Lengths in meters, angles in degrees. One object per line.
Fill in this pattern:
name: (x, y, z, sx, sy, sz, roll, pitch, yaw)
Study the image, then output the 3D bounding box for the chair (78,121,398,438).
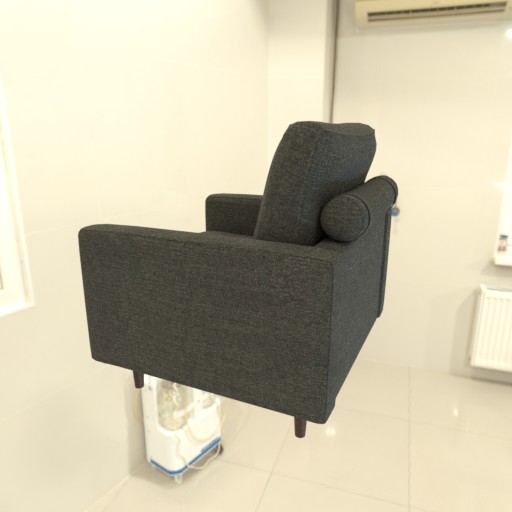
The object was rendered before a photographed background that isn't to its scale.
chair: (0.000, 0.000, 1.525, 0.843, 0.880, 0.821, 8, 18, 24)
